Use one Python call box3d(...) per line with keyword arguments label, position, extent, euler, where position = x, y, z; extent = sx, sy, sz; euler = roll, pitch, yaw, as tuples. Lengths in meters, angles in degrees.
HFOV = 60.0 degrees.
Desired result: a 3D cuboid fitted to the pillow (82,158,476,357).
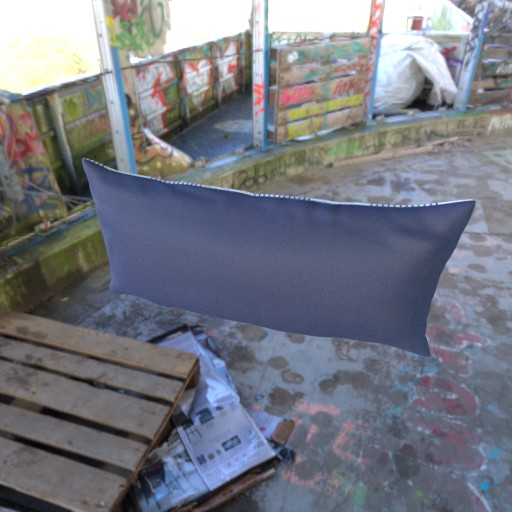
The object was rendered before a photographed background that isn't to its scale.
box3d(label="pillow", position=(0.000, 0.000, 0.738), extent=(0.610, 0.287, 0.151), euler=(9, 33, 14))
